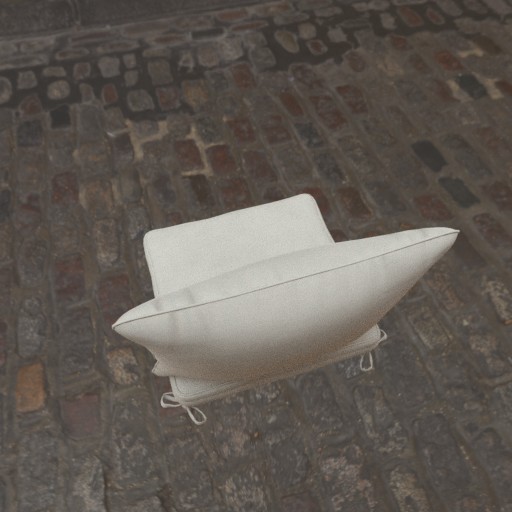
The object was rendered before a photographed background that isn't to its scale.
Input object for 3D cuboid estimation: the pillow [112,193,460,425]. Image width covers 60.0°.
[{"bbox_3d":[0.000,0.000,1.349,0.798,0.716,0.733,-15,59,-9],"label":"pillow"}]
